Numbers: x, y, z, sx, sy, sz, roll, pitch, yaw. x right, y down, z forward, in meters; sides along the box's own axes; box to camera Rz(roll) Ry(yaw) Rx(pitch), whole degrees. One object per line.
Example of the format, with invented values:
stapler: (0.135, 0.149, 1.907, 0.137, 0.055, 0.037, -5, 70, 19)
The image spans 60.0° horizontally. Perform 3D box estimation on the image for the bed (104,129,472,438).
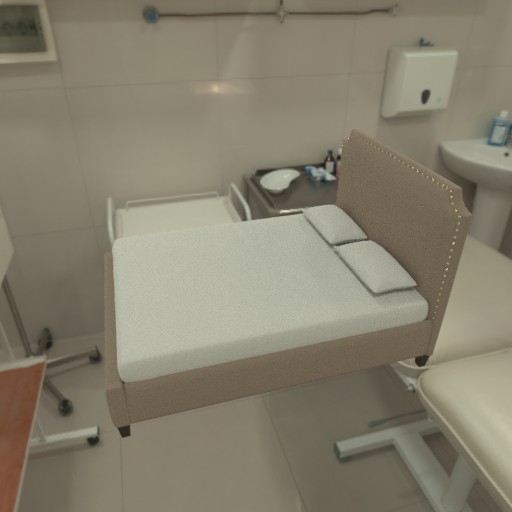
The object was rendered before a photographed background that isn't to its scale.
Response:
bed: (0.000, 0.000, 3.466, 2.372, 1.443, 1.713, -9, 32, -14)
